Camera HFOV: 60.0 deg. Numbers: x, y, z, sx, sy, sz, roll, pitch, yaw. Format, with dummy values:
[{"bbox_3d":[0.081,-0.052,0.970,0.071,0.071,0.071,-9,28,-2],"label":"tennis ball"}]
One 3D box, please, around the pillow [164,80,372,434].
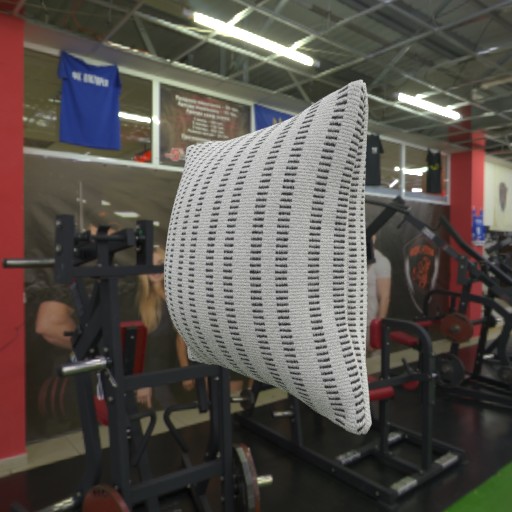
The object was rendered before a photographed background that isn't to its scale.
[{"bbox_3d":[0.000,0.000,0.691,0.247,0.419,0.438,-1,2,-36],"label":"pillow"}]
